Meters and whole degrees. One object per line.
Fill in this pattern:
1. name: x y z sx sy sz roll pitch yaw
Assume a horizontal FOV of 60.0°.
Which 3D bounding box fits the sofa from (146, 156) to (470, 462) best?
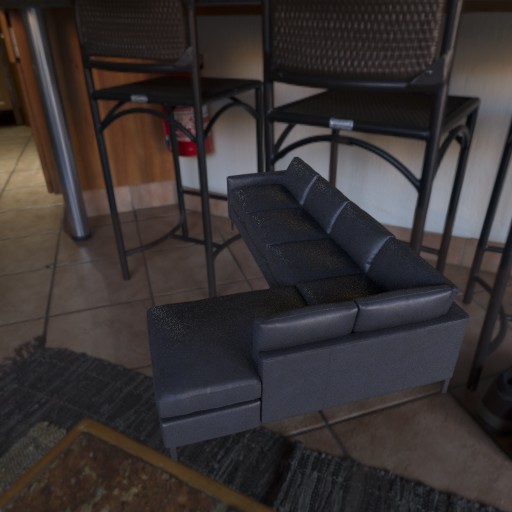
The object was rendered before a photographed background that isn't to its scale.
1. sofa: 0.000 0.000 3.811 1.938 0.877 2.984 -8 31 -14
